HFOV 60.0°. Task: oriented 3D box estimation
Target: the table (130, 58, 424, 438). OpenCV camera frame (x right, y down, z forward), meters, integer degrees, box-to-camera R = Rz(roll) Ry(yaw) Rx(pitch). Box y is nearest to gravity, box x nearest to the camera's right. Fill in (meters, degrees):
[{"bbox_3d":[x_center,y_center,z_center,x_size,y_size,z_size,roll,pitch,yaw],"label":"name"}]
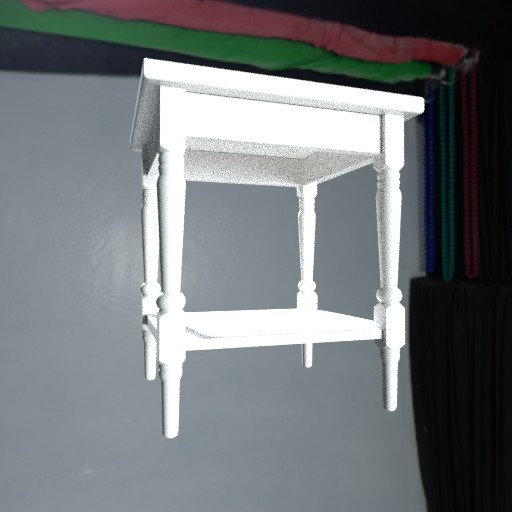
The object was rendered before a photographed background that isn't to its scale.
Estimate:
[{"bbox_3d":[0.000,0.000,0.920,0.488,0.565,0.442,0,-1,-18],"label":"table"}]
